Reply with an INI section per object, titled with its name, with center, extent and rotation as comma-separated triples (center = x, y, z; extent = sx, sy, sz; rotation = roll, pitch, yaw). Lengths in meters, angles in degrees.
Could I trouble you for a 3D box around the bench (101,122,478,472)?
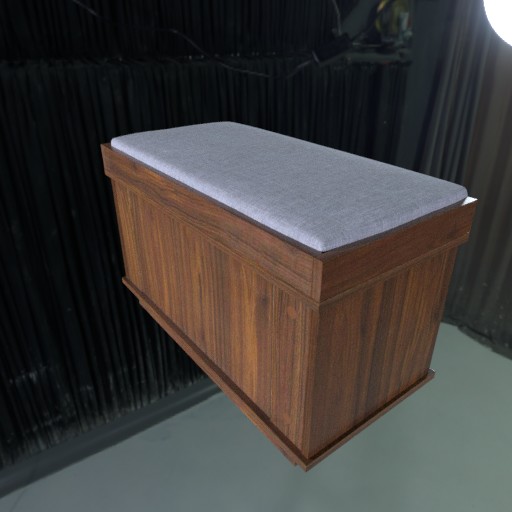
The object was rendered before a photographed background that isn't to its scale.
[bench]
center = 0.000, 0.000, 0.975
extent = 0.362, 0.461, 0.734
rotation = -19, 33, -32
